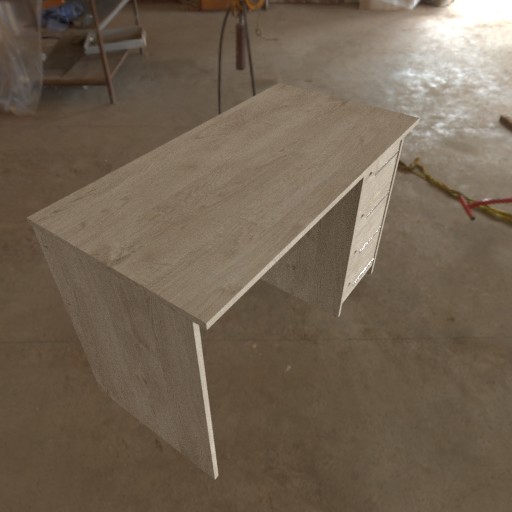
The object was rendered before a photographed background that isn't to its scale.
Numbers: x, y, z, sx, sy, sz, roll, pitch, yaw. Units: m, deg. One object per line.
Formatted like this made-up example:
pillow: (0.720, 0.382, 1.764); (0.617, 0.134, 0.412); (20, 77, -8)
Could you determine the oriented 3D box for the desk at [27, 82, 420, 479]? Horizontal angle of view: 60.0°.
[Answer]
desk: (0.000, 0.000, 1.504); (0.560, 0.730, 1.096); (25, 47, 26)
